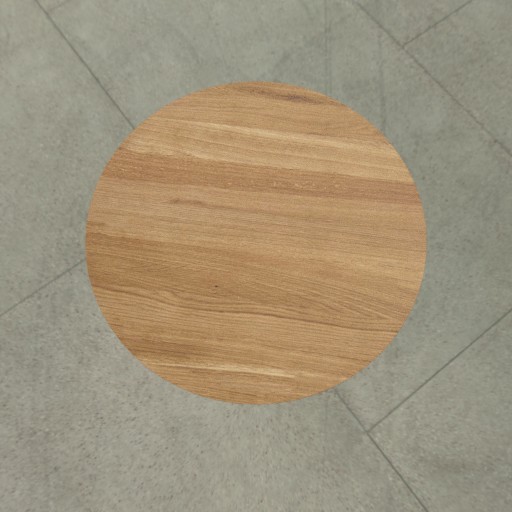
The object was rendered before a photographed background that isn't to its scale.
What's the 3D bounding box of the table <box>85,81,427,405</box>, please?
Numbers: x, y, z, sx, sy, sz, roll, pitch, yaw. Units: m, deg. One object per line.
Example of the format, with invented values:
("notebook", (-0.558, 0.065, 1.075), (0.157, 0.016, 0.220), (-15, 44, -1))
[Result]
("table", (0.000, 0.000, 1.673), (1.038, 0.666, 1.038), (0, 74, 0))
